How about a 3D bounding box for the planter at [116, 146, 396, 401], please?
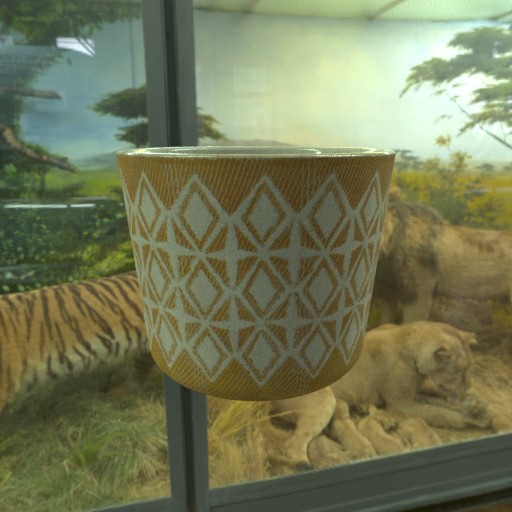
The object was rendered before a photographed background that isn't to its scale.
[{"bbox_3d":[0.000,0.000,0.223,0.126,0.104,0.126,0,15,0],"label":"planter"}]
